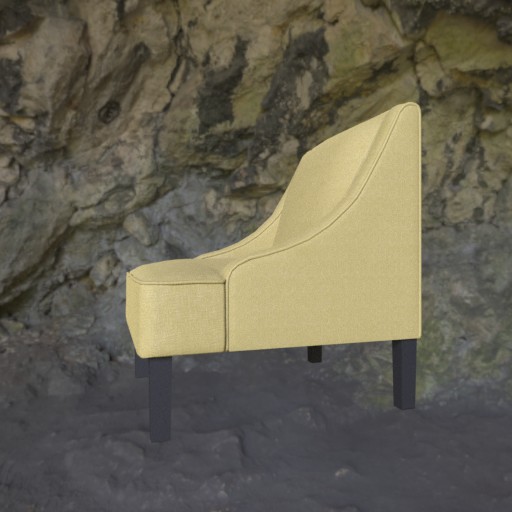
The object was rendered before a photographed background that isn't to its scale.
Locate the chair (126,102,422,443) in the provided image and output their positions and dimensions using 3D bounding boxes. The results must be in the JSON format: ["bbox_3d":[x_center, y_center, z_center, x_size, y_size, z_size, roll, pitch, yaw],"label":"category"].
[{"bbox_3d":[0.000,0.000,1.484,0.814,0.896,0.696,0,0,-19],"label":"chair"}]
